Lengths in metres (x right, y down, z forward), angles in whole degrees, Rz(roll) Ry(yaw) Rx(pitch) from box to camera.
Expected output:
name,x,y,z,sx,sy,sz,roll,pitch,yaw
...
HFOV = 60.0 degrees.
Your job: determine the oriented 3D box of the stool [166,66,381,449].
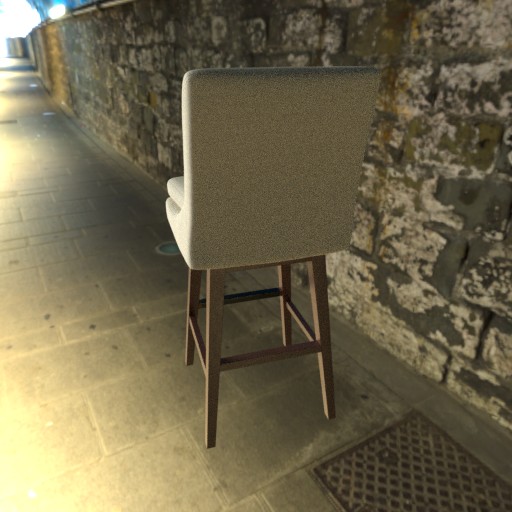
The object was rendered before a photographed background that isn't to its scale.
name,x,y,z,sx,sy,sz,roll,pitch,yaw
stool,0.000,0.000,1.367,0.483,1.093,0.559,-7,26,-15
